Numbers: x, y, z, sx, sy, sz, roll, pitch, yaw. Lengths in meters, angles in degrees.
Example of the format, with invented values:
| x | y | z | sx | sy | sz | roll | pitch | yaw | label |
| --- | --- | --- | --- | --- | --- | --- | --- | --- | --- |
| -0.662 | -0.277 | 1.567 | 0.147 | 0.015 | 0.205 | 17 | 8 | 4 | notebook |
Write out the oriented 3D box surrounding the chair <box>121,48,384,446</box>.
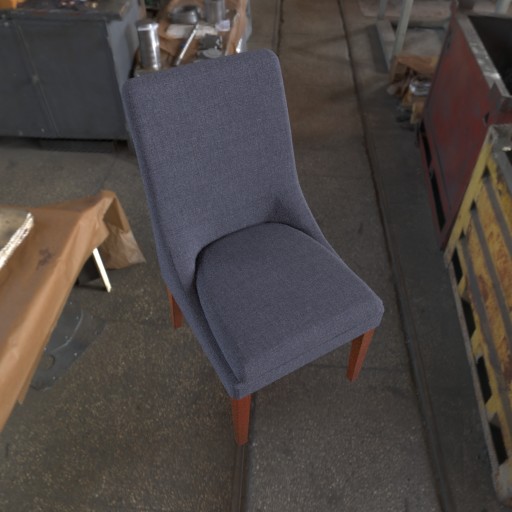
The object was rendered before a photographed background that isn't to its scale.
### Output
| x | y | z | sx | sy | sz | roll | pitch | yaw | label |
| --- | --- | --- | --- | --- | --- | --- | --- | --- | --- |
| 0.000 | 0.000 | 1.348 | 0.508 | 0.952 | 0.655 | -22 | 50 | -20 | chair |
